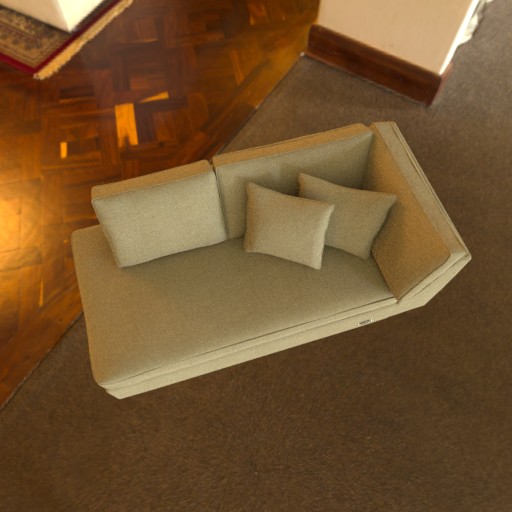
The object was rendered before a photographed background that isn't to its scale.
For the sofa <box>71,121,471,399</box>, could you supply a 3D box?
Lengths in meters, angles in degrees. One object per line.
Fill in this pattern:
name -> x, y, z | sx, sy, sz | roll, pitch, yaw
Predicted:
sofa -> 0.000, 0.000, 2.826 | 2.238, 1.019, 1.110 | -15, 65, -7
